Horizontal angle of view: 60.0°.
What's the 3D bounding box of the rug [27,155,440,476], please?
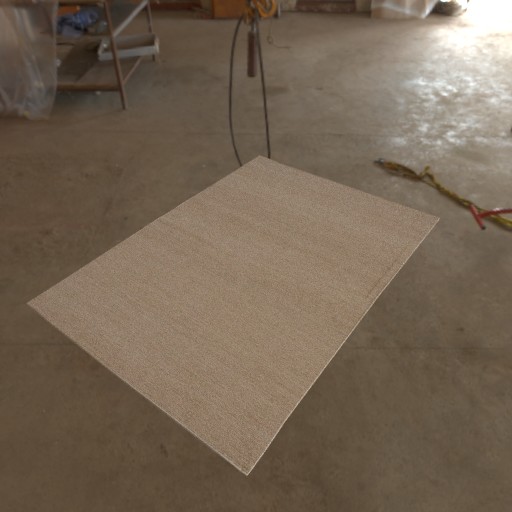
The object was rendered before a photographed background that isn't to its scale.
[{"bbox_3d":[0.000,0.000,3.616,2.032,0.038,2.869,26,47,27],"label":"rug"}]
